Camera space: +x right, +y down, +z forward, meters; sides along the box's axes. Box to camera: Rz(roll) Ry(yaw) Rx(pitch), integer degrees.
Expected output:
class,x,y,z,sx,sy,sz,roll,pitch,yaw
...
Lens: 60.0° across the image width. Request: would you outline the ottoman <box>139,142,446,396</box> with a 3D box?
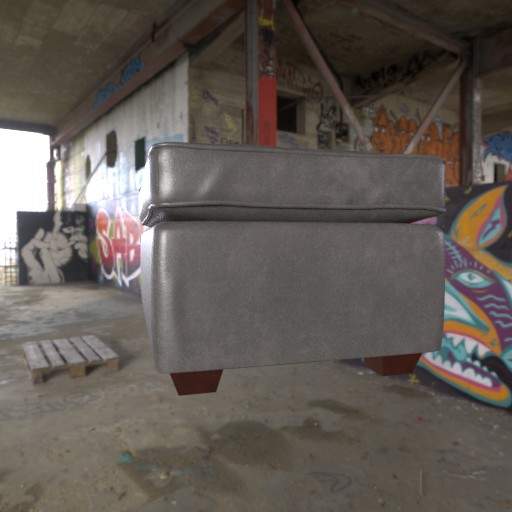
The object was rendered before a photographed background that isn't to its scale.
class,x,y,z,sx,sy,sz,roll,pitch,yaw
ottoman,0.000,0.000,1.108,0.554,0.445,0.756,-1,2,-16
